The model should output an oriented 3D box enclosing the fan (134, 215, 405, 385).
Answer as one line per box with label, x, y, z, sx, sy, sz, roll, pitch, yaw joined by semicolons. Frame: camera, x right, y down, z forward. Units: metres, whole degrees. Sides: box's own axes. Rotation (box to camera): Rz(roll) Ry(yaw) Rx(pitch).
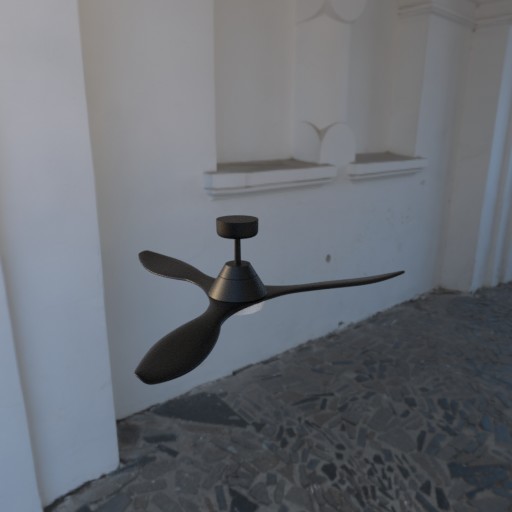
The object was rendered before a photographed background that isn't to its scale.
fan;0.000;0.000;1.585;1.067;0.305;1.067;-7;17;-25
